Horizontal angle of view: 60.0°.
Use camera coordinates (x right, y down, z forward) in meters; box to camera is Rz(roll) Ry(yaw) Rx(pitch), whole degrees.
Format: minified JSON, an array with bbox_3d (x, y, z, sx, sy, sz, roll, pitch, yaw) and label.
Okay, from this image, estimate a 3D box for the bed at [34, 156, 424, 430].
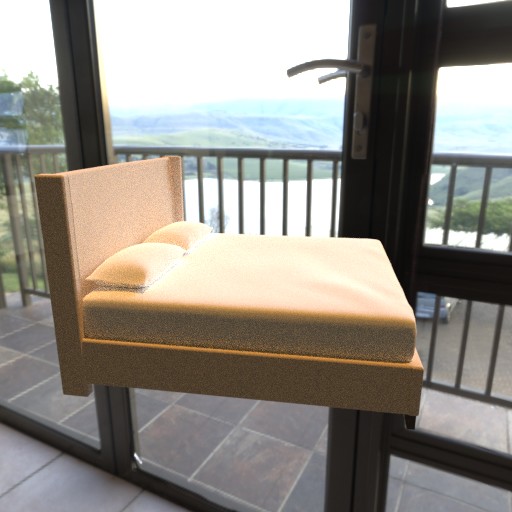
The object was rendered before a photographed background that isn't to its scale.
[{"bbox_3d":[0.000,0.000,3.627,2.293,1.471,2.145,3,16,9],"label":"bed"}]
